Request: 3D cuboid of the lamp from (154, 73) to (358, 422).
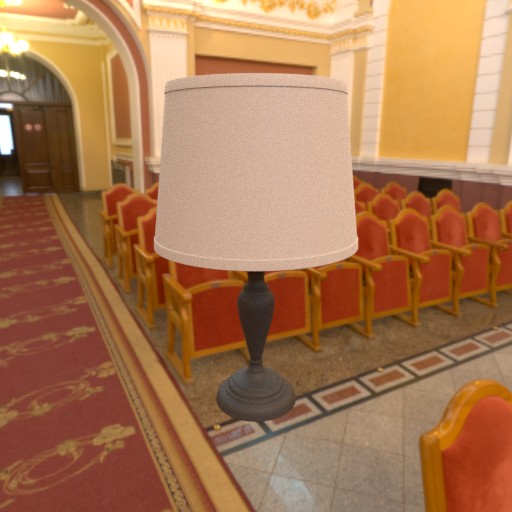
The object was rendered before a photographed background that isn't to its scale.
[{"bbox_3d":[0.000,0.000,0.694,0.310,0.501,0.310,0,15,0],"label":"lamp"}]
